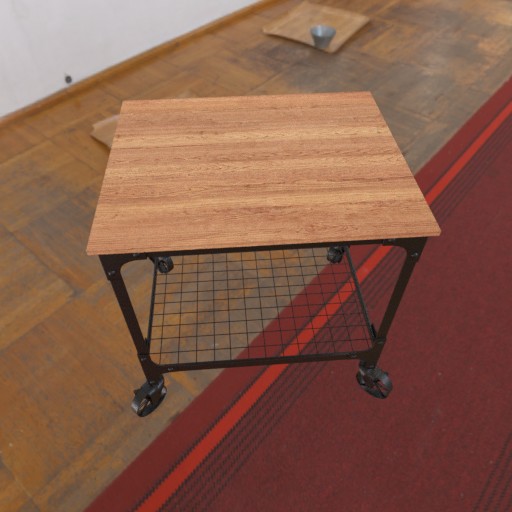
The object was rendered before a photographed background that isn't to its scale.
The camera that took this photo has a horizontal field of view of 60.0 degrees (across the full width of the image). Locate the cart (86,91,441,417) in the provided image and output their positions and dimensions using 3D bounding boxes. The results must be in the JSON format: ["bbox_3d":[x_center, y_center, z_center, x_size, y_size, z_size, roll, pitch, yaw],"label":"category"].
[{"bbox_3d":[0.000,0.000,1.114,0.666,0.603,0.558,-3,48,-3],"label":"cart"}]
